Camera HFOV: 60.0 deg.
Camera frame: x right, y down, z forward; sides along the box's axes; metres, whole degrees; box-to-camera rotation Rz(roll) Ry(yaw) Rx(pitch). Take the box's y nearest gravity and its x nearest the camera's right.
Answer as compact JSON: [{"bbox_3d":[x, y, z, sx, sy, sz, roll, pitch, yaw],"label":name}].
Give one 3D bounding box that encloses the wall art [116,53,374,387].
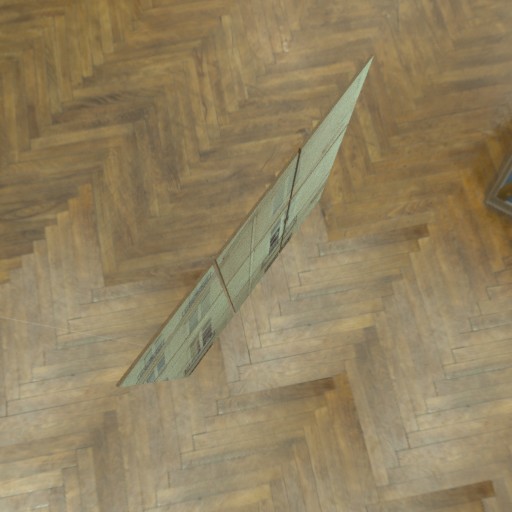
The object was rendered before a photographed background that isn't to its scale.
[{"bbox_3d":[0.000,0.000,2.302,0.023,1.522,1.526,35,78,8],"label":"wall art"}]
